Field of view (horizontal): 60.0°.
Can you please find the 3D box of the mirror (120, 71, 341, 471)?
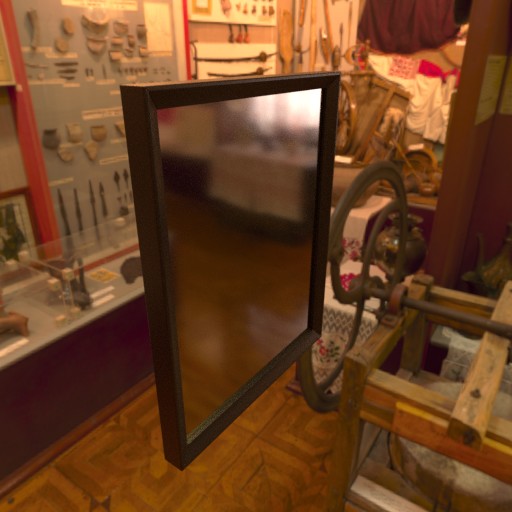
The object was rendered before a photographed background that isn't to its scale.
[{"bbox_3d":[0.000,0.000,0.677,0.041,0.509,0.406,17,30,33],"label":"mirror"}]
